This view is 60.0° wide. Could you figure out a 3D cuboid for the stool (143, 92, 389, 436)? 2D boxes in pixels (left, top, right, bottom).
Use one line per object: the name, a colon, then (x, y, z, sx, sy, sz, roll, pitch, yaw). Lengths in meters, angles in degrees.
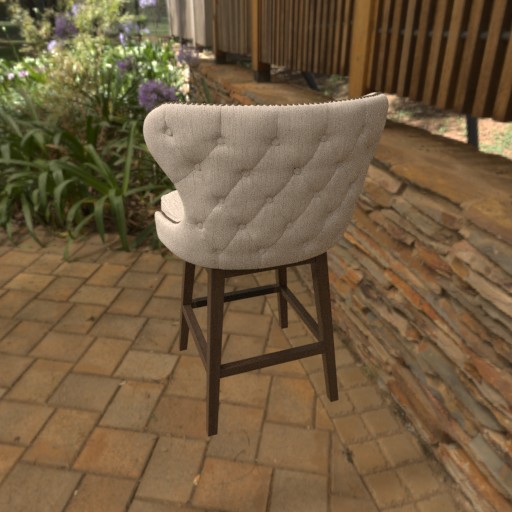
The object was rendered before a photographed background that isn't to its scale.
stool: (0.000, 0.000, 1.359, 0.615, 0.972, 0.597, -9, 28, -18)
